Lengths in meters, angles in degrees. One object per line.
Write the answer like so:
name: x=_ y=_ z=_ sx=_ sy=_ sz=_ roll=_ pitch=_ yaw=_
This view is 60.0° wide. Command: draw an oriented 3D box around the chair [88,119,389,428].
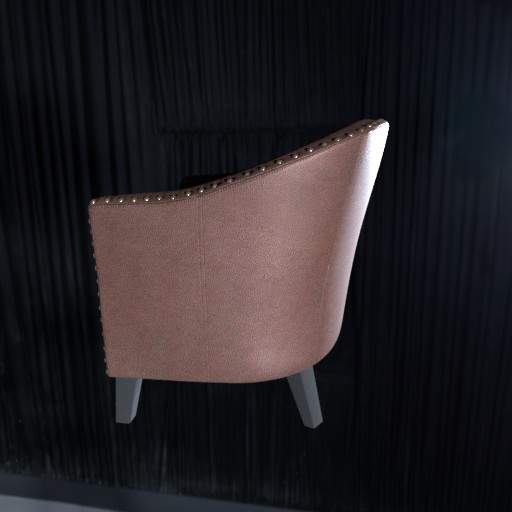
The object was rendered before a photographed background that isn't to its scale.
chair: x=0.000 y=0.000 z=1.409 sx=0.748 sy=0.823 sz=0.794 roll=2 pitch=14 yaw=8
